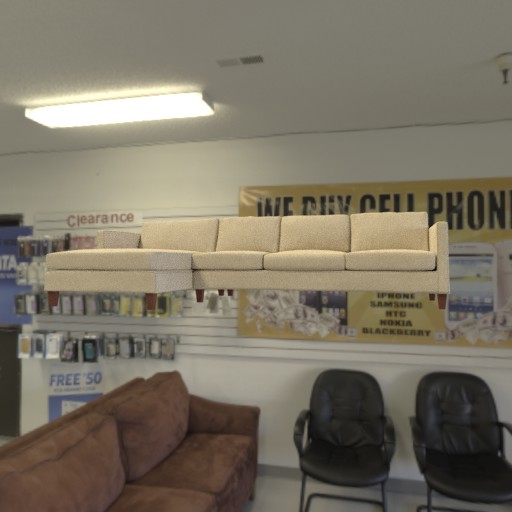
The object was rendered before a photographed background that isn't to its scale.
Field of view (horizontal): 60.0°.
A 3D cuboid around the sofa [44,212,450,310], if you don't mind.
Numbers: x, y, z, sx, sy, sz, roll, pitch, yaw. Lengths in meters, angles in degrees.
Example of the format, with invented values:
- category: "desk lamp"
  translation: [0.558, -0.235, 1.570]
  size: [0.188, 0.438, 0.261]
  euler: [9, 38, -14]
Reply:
- category: "sofa"
  translation: [0.000, 0.000, 3.972]
  size: [3.186, 0.846, 1.625]
  euler: [0, -1, 17]
